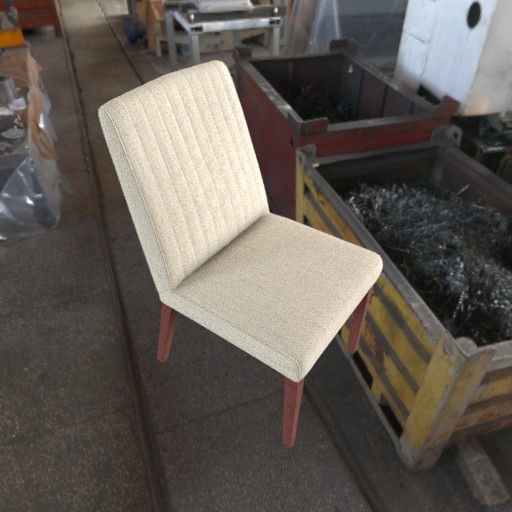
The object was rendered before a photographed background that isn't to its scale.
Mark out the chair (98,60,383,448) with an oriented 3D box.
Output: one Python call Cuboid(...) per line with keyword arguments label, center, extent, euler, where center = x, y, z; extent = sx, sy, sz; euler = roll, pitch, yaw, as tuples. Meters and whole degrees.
Cuboid(label="chair", center=(0.000, 0.000, 1.264), extent=(0.594, 0.900, 0.480), euler=(25, 46, 26))
